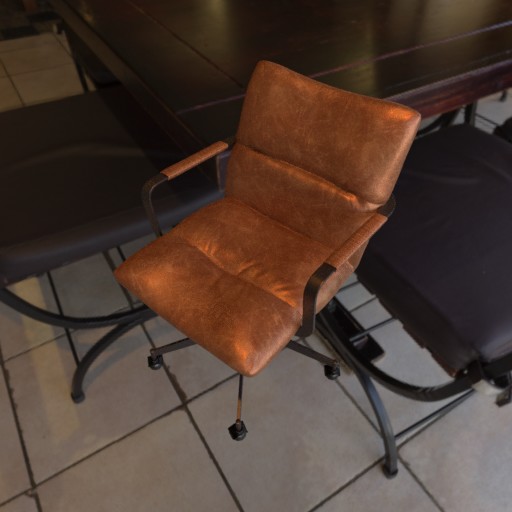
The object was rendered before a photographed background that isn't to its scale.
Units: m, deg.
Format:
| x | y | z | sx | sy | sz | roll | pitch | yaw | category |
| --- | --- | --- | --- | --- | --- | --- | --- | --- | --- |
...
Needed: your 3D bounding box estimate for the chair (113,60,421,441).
| x | y | z | sx | sy | sz | roll | pitch | yaw | category |
| --- | --- | --- | --- | --- | --- | --- | --- | --- | --- |
| 0.000 | 0.000 | 1.449 | 0.727 | 0.922 | 0.754 | 30 | 53 | 26 | chair |
